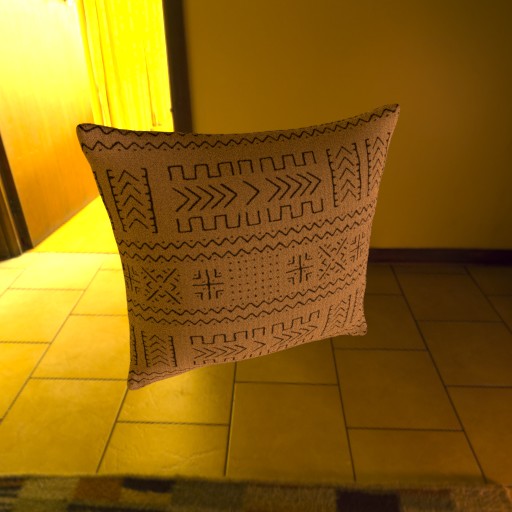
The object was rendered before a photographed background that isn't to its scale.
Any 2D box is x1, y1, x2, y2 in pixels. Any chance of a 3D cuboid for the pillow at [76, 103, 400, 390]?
[{"bbox_3d":[0.000,0.000,0.672,0.438,0.430,0.164,-9,32,-16],"label":"pillow"}]
